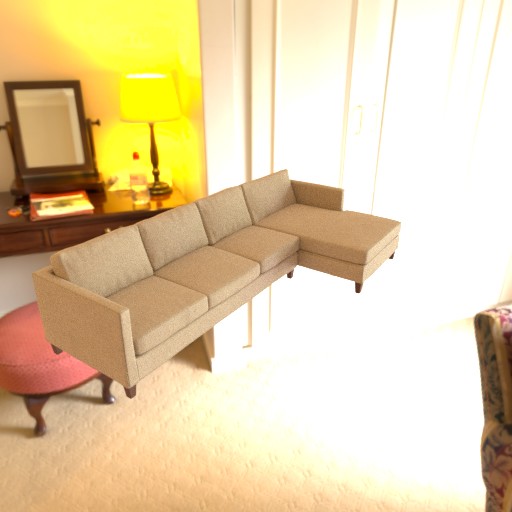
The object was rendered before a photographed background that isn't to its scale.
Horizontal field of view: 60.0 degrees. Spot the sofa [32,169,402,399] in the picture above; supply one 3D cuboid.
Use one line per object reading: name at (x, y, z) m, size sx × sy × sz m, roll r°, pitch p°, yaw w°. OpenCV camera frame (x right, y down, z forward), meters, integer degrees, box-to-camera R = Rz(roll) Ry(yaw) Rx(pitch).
sofa at (0.000, 0.000, 3.943) m, size 1.625 × 0.846 × 3.186 m, roll 16°, pitch 29°, yaw 31°
